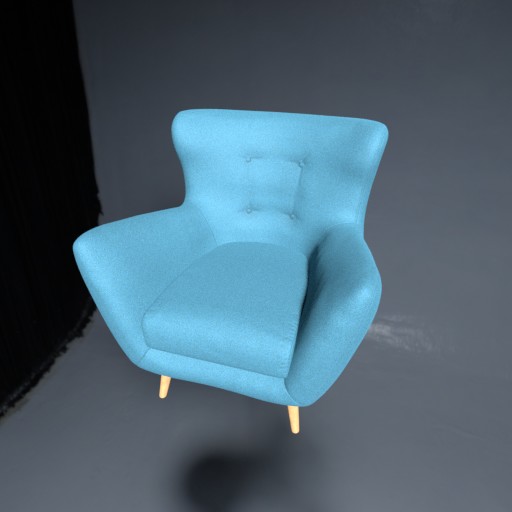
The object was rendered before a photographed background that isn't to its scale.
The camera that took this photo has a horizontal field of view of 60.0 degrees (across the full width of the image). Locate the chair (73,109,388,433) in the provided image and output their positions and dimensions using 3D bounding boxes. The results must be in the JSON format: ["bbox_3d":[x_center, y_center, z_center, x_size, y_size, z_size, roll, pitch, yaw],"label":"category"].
[{"bbox_3d":[0.000,0.000,1.599,0.890,0.889,0.889,9,30,16],"label":"chair"}]
